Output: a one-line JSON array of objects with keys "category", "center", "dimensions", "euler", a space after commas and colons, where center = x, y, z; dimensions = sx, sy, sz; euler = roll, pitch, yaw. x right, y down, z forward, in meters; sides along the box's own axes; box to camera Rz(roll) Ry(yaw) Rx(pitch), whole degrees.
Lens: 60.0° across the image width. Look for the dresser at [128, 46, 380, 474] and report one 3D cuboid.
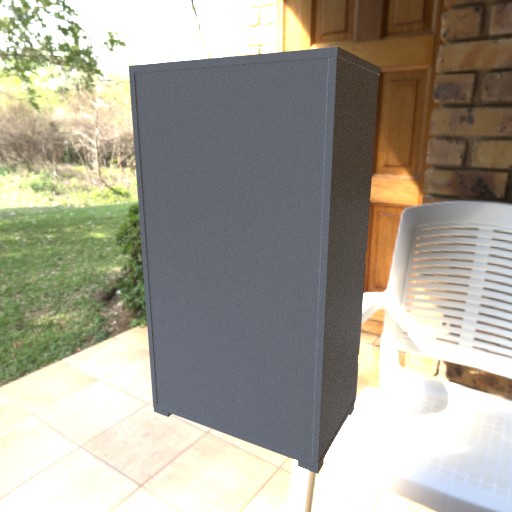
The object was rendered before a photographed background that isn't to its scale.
[{"category": "dresser", "center": [0.000, 0.000, 1.501], "dimensions": [0.650, 1.190, 0.400], "euler": [8, 18, 28]}]
